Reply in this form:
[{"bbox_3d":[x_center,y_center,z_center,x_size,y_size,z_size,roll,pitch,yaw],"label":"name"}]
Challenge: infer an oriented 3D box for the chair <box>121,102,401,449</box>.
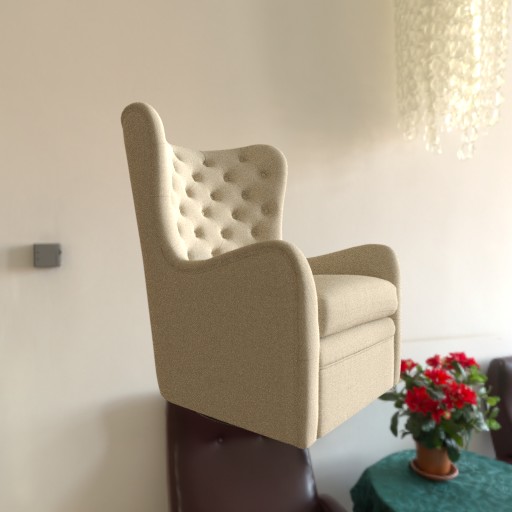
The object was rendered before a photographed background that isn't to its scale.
[{"bbox_3d":[0.000,0.000,1.731,0.929,1.079,0.831,1,1,36],"label":"chair"}]
